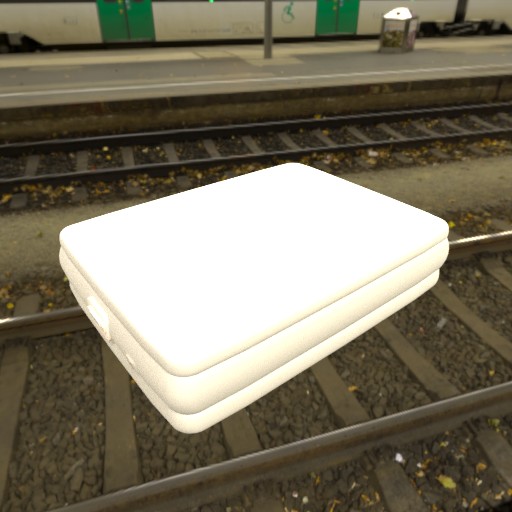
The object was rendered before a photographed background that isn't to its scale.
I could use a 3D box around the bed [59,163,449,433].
[{"bbox_3d":[0.000,0.000,2.742,2.036,0.460,1.520,-22,38,-32],"label":"bed"}]
